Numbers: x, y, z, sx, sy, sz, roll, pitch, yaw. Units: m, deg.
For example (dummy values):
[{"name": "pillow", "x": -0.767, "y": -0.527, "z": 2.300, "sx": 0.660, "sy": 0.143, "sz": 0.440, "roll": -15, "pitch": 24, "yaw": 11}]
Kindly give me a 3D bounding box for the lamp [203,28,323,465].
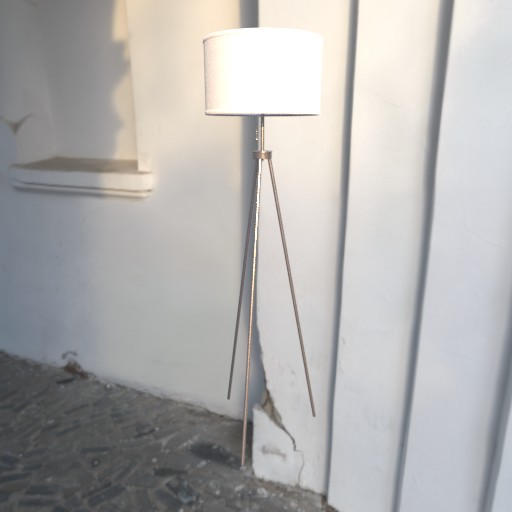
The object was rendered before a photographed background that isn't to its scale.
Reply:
[{"name": "lamp", "x": 0.000, "y": 0.000, "z": 1.745, "sx": 0.458, "sy": 1.545, "sz": 0.448, "roll": 15, "pitch": 22, "yaw": 41}]
